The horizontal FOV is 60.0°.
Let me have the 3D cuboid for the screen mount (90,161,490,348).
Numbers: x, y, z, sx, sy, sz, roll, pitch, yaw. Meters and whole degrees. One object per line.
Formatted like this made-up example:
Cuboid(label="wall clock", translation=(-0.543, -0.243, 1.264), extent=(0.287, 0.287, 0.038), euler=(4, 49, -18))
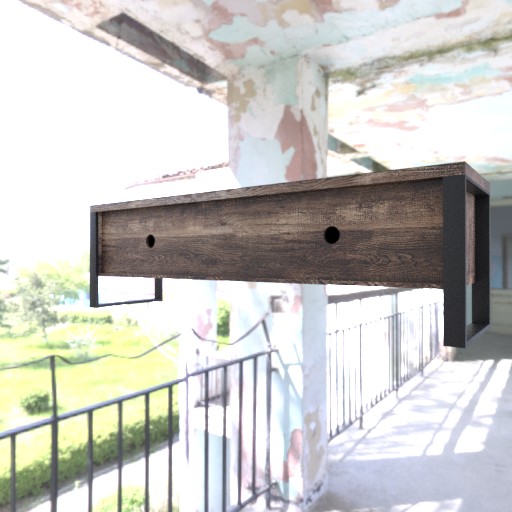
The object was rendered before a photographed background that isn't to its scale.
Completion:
Cuboid(label="screen mount", translation=(0.000, 0.000, 1.671), extent=(1.524, 0.450, 0.395), euler=(0, 0, 36))
